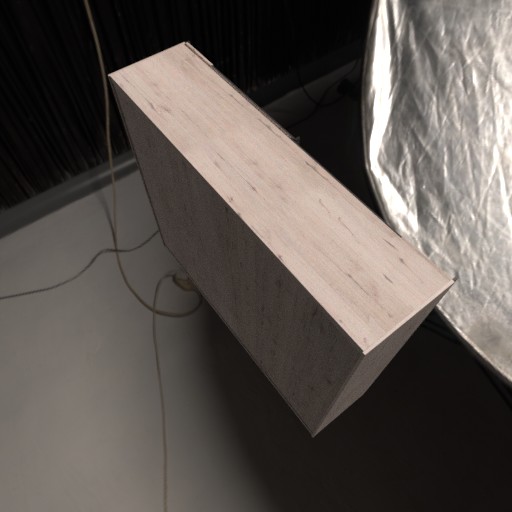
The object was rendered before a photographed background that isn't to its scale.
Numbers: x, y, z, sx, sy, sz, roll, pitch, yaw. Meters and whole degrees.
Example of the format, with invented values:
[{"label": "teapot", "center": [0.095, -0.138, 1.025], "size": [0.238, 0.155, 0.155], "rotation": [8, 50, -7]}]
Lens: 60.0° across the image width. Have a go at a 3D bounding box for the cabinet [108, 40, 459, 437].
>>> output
[{"label": "cabinet", "center": [0.000, 0.000, 3.566], "size": [0.660, 2.180, 2.500], "rotation": [-33, 64, -18]}]
